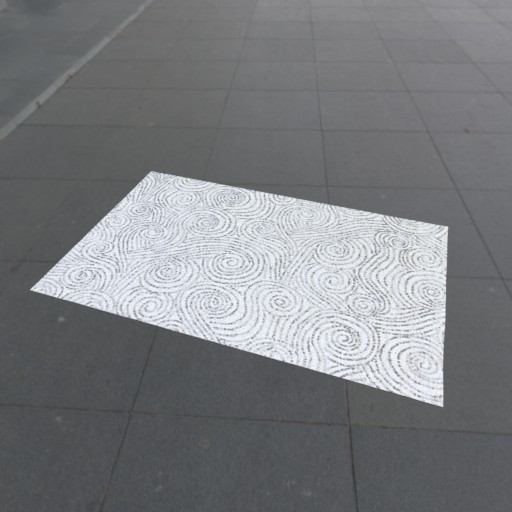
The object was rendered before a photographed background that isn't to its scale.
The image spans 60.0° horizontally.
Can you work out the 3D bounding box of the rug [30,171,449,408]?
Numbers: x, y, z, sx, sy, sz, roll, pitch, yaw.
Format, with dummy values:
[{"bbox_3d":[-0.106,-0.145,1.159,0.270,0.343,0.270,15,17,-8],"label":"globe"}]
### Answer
[{"bbox_3d":[0.000,0.000,2.982,2.439,0.005,1.524,13,43,14],"label":"rug"}]
